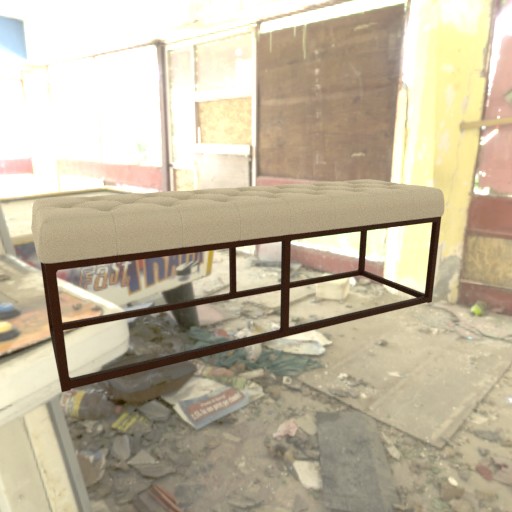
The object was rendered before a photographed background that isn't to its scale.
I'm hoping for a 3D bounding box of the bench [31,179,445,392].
[{"bbox_3d":[0.000,0.000,1.686,1.488,0.488,0.479,-8,17,-27],"label":"bench"}]
